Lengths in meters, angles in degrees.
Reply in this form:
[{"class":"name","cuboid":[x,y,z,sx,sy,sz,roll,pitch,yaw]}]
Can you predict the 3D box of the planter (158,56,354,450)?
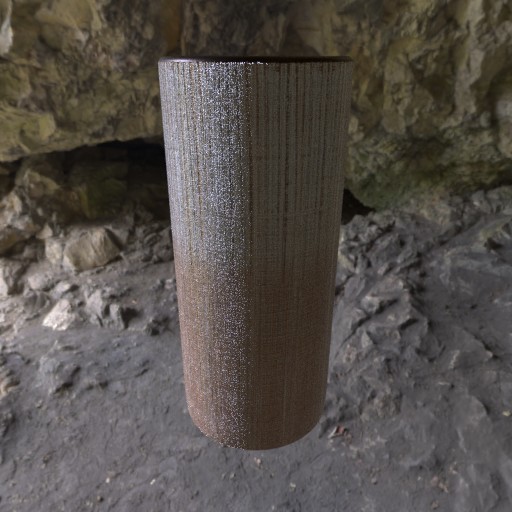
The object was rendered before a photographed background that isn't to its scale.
[{"class":"planter","cuboid":[0.000,0.000,0.276,0.100,0.227,0.100,-7,25,-14]}]
